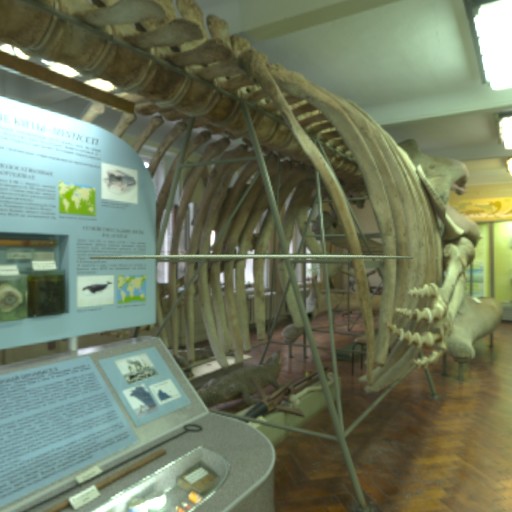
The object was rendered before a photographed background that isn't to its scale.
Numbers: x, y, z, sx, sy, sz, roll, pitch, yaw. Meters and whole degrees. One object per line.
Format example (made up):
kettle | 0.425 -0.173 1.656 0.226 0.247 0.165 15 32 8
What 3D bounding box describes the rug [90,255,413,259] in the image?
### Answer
rug | 0.000 0.000 3.643 1.546 0.011 3.048 0 0 1
